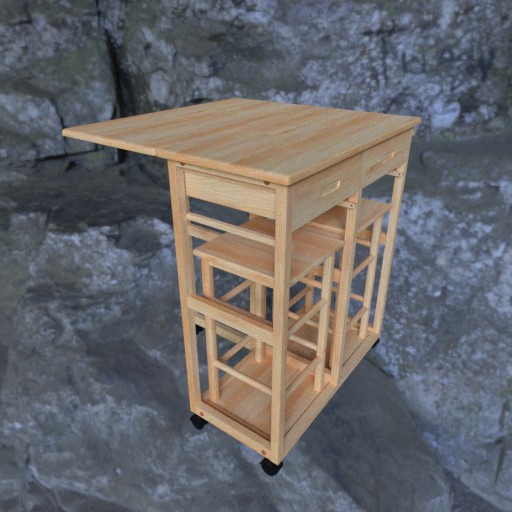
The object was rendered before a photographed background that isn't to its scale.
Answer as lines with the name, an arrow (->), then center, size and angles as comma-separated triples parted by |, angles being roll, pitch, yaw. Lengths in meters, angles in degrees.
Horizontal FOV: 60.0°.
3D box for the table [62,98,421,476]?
table -> 0.000, 0.000, 1.412 | 0.693, 0.832, 0.752 | 19, 33, 32
